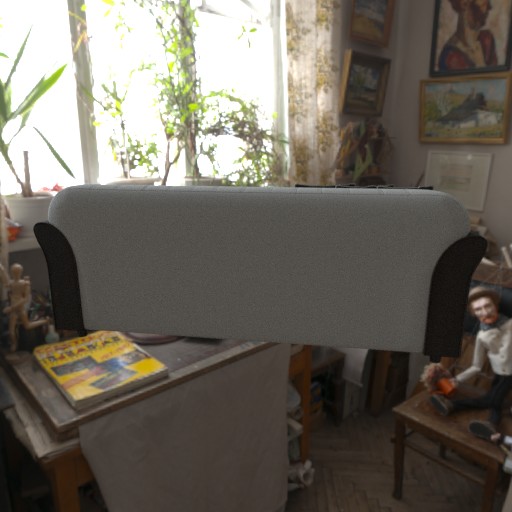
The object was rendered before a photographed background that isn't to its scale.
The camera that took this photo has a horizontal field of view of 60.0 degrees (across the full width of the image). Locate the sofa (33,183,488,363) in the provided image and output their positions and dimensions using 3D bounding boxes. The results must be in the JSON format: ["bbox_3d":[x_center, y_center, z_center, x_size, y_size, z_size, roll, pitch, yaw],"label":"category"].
[{"bbox_3d":[0.000,0.000,2.331,2.001,0.787,0.755,2,15,9],"label":"sofa"}]
